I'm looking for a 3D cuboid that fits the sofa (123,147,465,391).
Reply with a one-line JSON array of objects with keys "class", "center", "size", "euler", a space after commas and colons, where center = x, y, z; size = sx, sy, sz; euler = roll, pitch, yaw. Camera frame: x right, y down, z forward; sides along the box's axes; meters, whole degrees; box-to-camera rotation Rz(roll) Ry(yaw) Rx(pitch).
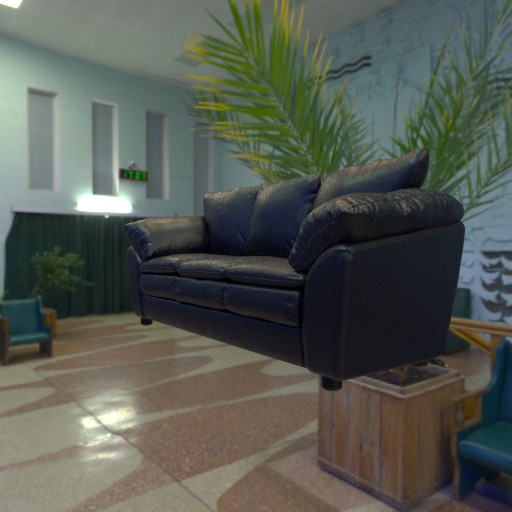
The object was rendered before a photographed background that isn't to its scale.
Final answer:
[{"class": "sofa", "center": [0.000, 0.000, 2.784], "size": [0.880, 1.073, 2.336], "euler": [-1, 1, -37]}]
